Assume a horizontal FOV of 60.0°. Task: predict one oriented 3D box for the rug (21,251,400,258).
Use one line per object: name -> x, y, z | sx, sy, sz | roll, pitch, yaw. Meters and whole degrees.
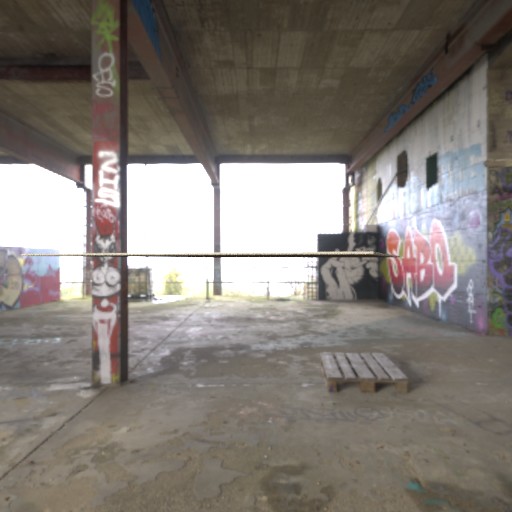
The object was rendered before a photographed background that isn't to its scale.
rug -> 0.000, 0.000, 4.153 | 2.441, 0.015, 3.050 | 0, -1, 20
